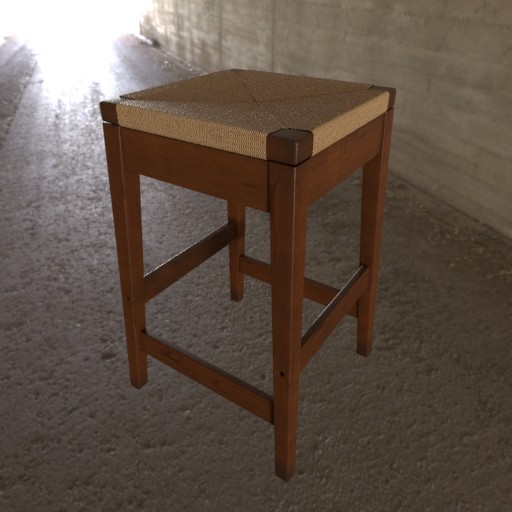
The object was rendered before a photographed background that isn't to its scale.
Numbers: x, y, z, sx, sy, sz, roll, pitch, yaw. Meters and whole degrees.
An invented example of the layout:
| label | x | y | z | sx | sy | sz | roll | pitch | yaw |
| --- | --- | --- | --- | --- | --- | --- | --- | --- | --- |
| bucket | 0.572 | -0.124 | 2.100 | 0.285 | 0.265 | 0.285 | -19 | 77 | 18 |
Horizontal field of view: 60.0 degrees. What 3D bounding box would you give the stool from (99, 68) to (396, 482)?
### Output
| label | x | y | z | sx | sy | sz | roll | pitch | yaw |
| --- | --- | --- | --- | --- | --- | --- | --- | --- | --- |
| stool | 0.000 | 0.000 | 1.081 | 0.507 | 0.762 | 0.497 | 20 | 37 | 28 |
